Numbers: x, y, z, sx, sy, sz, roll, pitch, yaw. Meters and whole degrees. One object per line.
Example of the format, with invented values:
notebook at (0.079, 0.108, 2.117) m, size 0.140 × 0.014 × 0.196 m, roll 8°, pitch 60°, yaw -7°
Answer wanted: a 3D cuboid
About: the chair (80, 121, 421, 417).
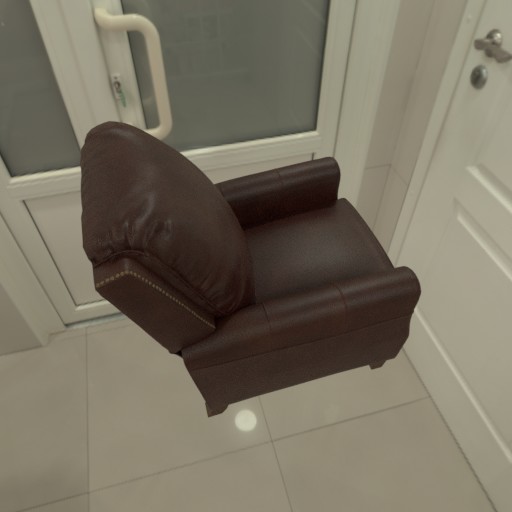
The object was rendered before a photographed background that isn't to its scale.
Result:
chair at (0.000, 0.000, 1.744) m, size 1.089 × 1.022 × 0.826 m, roll -11°, pitch 48°, yaw -10°
